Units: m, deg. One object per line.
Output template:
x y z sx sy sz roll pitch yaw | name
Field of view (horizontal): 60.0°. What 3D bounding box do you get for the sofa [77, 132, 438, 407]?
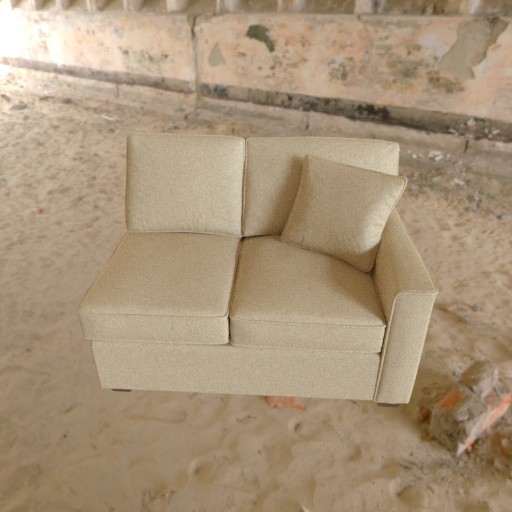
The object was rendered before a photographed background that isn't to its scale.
0.000 0.000 2.110 1.388 0.989 0.991 2 30 3 | sofa
